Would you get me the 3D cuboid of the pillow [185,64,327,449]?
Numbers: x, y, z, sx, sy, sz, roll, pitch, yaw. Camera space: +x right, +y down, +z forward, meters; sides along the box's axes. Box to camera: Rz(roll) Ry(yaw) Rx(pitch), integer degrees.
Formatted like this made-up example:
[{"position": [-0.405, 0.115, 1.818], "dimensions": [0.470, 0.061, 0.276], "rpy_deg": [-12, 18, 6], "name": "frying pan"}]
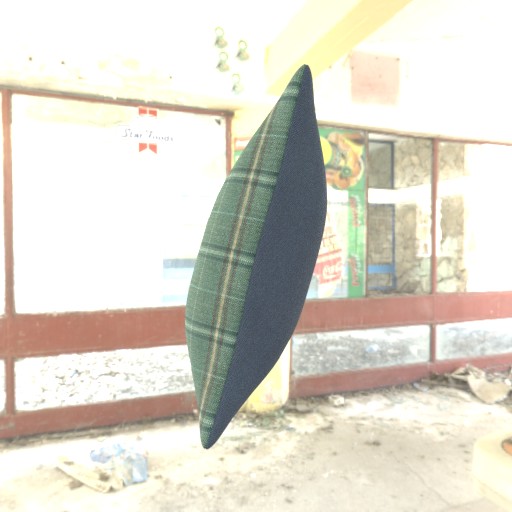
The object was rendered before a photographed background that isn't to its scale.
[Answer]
[{"position": [0.000, 0.000, 0.715], "dimensions": [0.200, 0.430, 0.453], "rpy_deg": [0, 1, 1], "name": "pillow"}]
